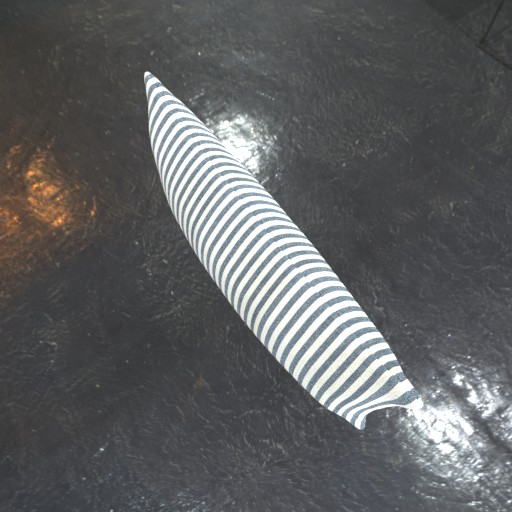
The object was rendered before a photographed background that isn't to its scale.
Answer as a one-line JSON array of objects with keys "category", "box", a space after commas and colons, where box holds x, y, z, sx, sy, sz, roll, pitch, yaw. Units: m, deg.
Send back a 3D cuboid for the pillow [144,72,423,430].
[{"category": "pillow", "box": [0.000, 0.000, 0.714, 0.151, 0.295, 0.617, -32, 68, -15]}]
